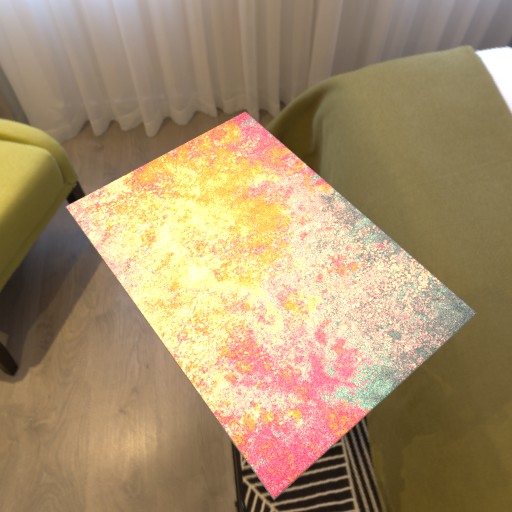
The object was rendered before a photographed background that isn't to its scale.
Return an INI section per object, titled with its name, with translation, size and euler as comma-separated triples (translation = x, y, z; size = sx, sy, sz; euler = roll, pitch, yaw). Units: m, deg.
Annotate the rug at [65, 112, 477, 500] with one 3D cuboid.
[rug]
translation = 0.000, 0.000, 3.635
size = 2.007, 0.013, 2.896
euler = -34, 64, -19
